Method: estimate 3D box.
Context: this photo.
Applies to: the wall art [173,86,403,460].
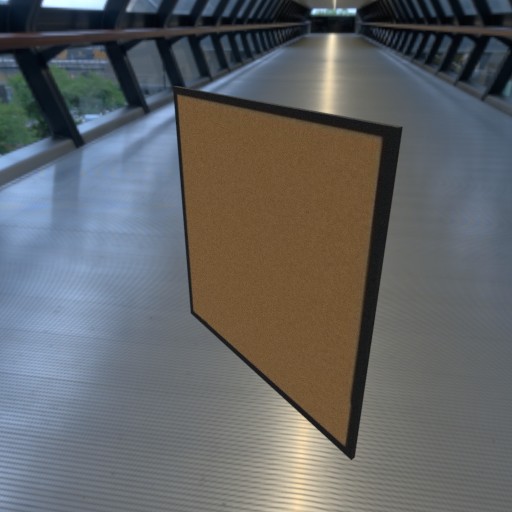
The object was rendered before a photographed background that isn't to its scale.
[{"bbox_3d":[0.000,0.000,1.237,0.013,0.823,0.823,-19,32,-32],"label":"wall art"}]
